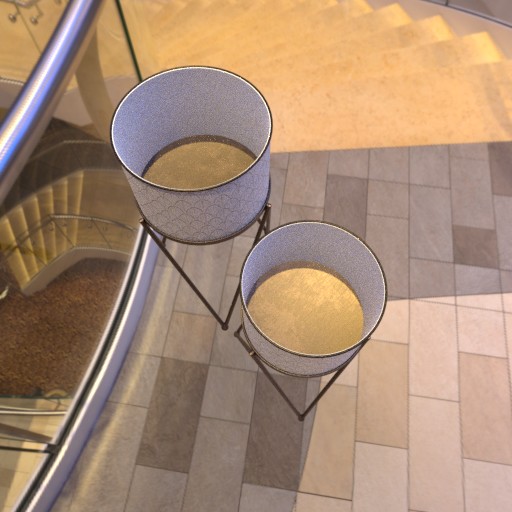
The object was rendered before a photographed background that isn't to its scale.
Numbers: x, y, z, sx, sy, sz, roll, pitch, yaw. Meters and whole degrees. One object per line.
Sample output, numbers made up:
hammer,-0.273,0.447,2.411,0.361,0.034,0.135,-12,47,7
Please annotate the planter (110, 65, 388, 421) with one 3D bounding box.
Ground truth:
planter,0.000,0.000,1.168,0.413,0.712,0.769,-35,69,-15
